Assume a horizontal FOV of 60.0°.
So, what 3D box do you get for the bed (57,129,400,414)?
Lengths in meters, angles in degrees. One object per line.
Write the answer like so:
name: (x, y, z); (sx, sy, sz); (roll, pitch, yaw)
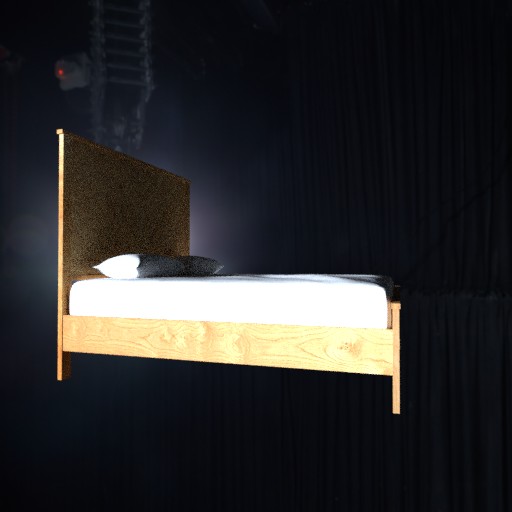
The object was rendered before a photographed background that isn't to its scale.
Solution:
bed: (0.000, 0.000, 3.562); (2.201, 1.686, 1.936); (0, -1, 18)
